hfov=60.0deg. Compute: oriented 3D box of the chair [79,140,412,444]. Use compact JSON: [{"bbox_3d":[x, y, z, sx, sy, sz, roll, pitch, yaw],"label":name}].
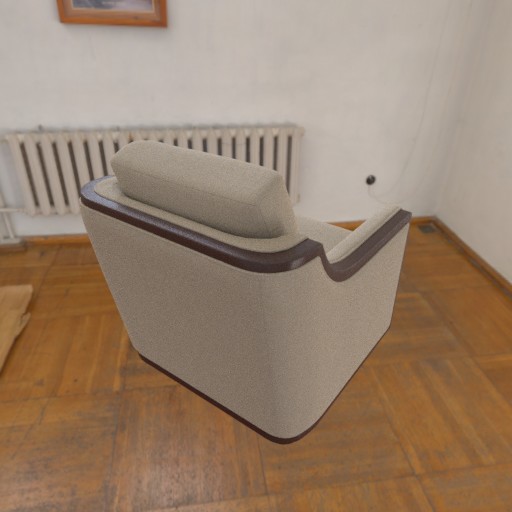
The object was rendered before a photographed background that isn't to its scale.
[{"bbox_3d":[0.000,0.000,1.680,0.870,0.930,0.950,21,36,31],"label":"chair"}]
